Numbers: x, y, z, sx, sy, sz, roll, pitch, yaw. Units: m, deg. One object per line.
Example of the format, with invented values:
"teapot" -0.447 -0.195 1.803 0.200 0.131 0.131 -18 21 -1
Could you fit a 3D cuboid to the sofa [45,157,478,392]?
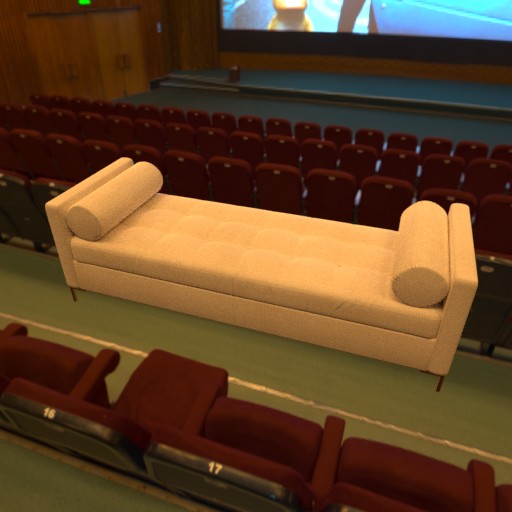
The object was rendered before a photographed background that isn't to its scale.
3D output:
"sofa" 0.000 0.000 2.338 1.981 0.635 0.686 11 35 16
